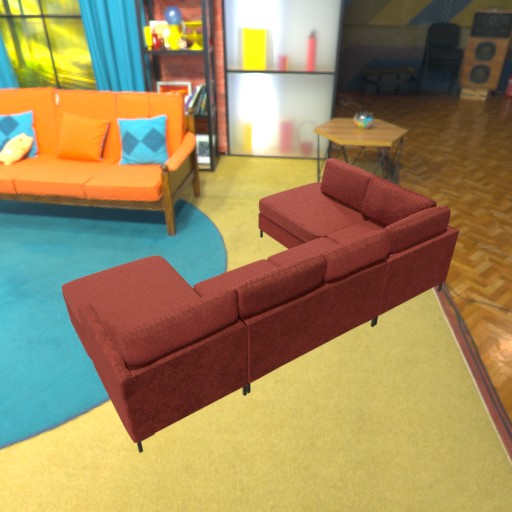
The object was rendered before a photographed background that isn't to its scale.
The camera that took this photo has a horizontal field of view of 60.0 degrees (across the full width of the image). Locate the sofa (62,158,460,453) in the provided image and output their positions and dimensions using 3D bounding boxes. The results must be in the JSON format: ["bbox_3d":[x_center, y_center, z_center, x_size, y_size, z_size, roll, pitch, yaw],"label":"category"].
[{"bbox_3d":[0.000,0.000,4.314,3.434,0.992,2.055,-20,37,-29],"label":"sofa"}]
